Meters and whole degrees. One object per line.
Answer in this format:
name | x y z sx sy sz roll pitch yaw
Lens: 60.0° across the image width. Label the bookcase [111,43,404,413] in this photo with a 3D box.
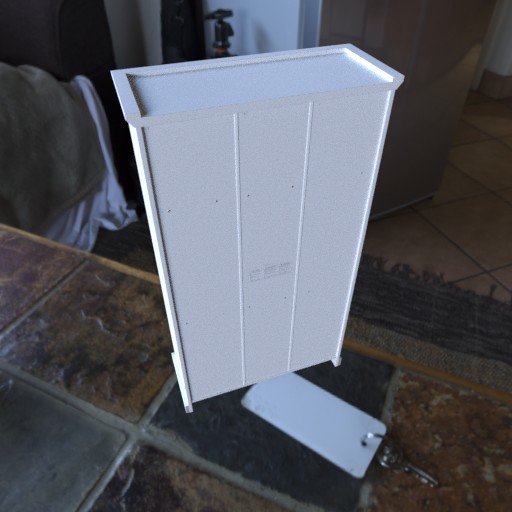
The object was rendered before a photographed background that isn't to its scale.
bookcase | 0.000 0.000 2.330 1.050 1.880 0.432 -13 43 -14
